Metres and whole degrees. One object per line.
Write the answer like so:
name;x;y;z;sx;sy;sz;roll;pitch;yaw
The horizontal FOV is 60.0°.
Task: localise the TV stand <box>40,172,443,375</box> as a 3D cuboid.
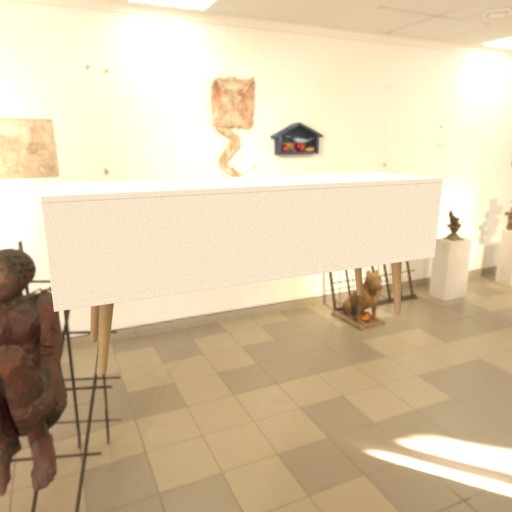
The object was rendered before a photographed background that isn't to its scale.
TV stand;0.000;0.000;1.659;1.398;0.560;0.401;-7;16;-24
